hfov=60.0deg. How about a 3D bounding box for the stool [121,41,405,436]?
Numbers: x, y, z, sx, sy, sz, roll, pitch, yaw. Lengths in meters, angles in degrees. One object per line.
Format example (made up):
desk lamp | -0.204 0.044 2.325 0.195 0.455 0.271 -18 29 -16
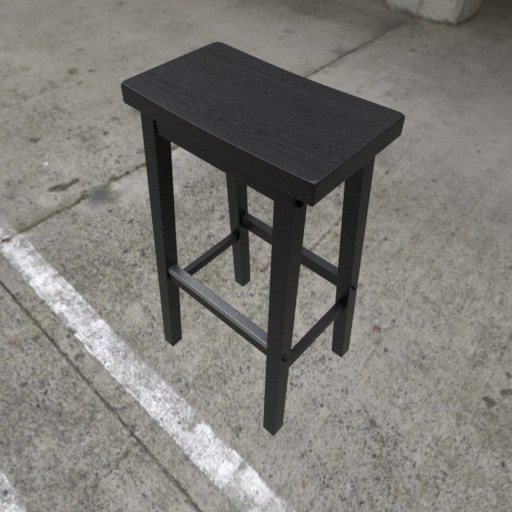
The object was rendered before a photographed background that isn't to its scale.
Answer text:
stool | 0.000 0.000 0.974 0.406 0.742 0.322 34 56 27
